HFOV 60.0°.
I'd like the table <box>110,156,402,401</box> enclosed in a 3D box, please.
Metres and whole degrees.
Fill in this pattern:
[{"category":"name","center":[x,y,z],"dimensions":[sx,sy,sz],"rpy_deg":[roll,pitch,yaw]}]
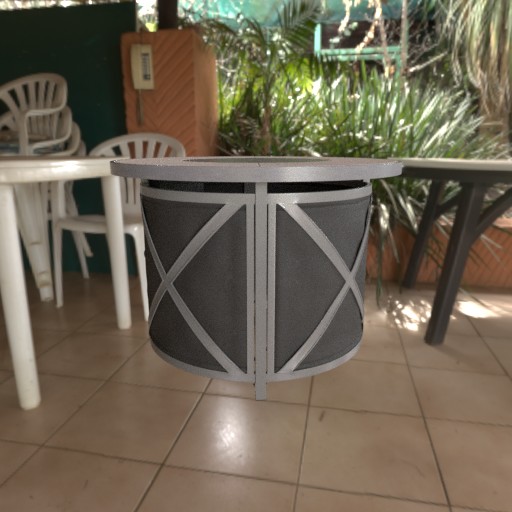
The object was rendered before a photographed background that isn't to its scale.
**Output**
[{"category":"table","center":[0.000,0.000,1.533],"dimensions":[0.914,0.650,0.914],"rpy_deg":[0,14,0]}]
